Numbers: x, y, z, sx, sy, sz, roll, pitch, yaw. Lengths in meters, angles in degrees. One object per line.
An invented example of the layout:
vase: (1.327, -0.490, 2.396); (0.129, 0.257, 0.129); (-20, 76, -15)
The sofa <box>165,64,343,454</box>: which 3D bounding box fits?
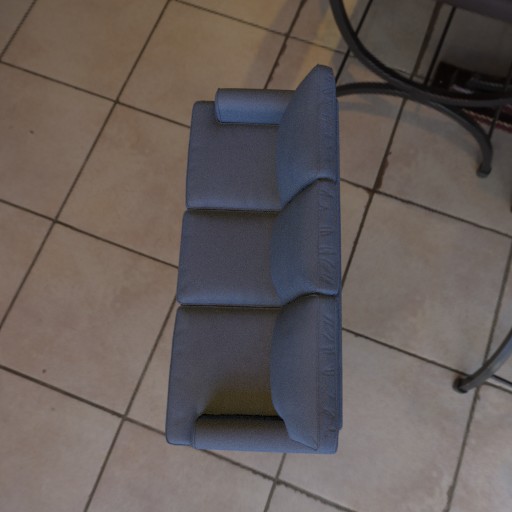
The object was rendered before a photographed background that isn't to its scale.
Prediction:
sofa: (0.000, 0.000, 2.655); (0.951, 0.965, 2.158); (2, 75, 1)
